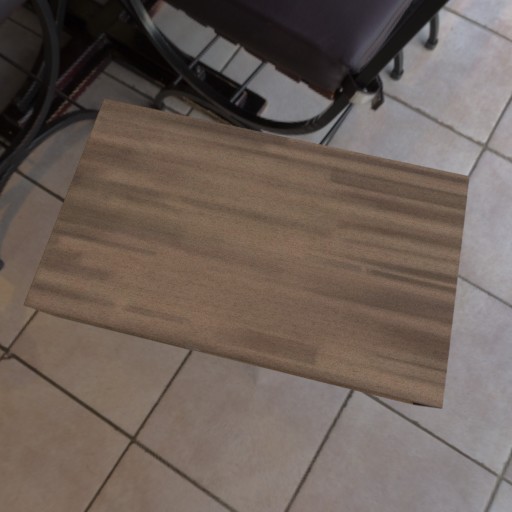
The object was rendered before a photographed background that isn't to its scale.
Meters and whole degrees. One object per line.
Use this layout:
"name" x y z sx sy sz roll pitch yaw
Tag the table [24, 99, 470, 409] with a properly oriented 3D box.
"table" 0.000 0.000 1.365 1.088 0.347 0.643 13 74 4
